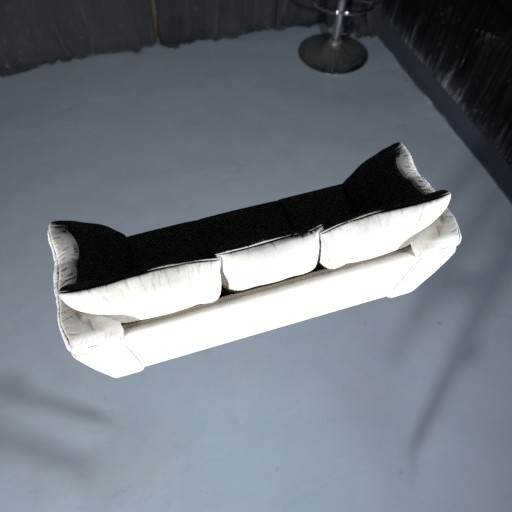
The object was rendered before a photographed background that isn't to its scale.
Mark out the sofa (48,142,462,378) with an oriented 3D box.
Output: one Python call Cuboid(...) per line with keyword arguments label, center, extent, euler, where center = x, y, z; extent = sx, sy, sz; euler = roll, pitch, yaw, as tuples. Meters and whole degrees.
Cuboid(label="sofa", center=(0.000, 0.000, 2.820), extent=(2.334, 0.996, 0.878), euler=(-15, 58, -9))
